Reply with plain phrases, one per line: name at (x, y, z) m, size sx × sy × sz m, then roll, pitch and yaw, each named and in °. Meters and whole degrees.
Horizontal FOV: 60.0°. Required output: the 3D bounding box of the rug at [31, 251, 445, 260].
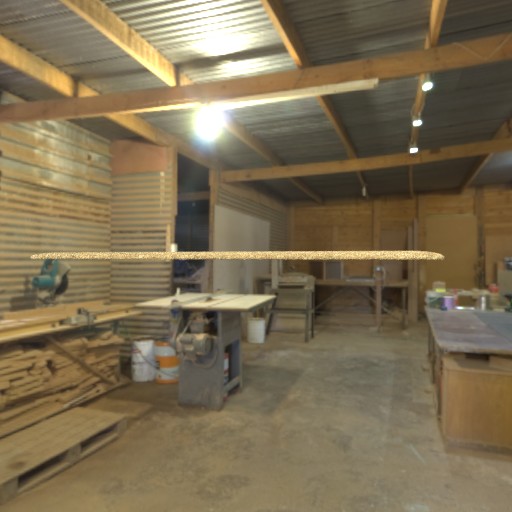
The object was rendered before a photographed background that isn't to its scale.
rug at (0.000, 0.000, 3.831) m, size 2.873 × 0.050 × 2.242 m, roll 0°, pitch 0°, yaw 18°
